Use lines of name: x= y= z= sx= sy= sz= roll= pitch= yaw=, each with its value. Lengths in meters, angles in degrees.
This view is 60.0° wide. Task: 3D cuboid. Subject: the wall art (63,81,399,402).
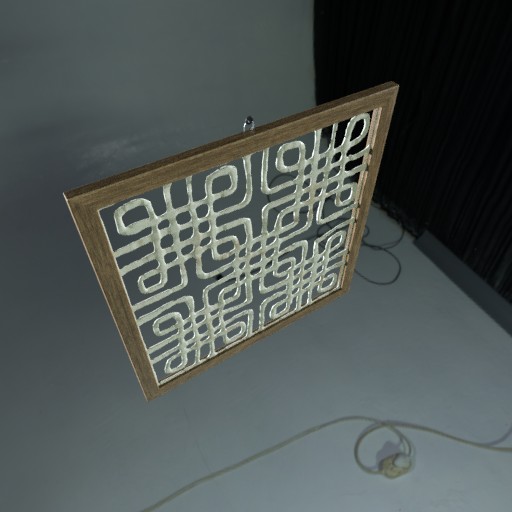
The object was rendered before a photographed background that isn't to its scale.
wall art: x=0.000 y=0.000 z=0.847 sx=0.561 sy=0.582 sz=0.021 roll=-25 pitch=52 yaw=-22
